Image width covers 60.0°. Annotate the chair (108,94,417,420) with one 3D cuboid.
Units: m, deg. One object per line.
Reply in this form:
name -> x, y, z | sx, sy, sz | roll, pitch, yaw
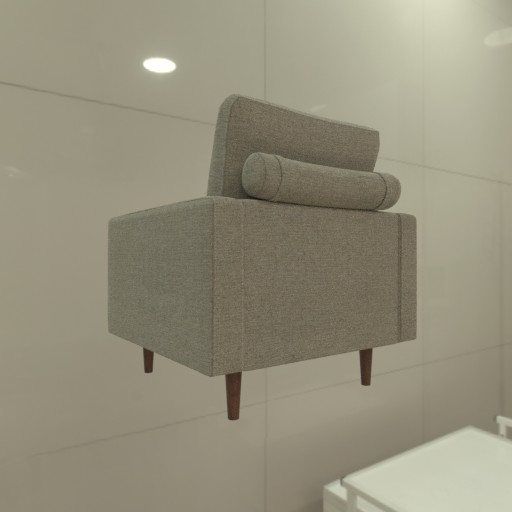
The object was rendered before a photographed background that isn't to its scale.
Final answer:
chair -> 0.000, 0.000, 1.582 | 0.821, 0.880, 0.843 | 0, 0, -36
